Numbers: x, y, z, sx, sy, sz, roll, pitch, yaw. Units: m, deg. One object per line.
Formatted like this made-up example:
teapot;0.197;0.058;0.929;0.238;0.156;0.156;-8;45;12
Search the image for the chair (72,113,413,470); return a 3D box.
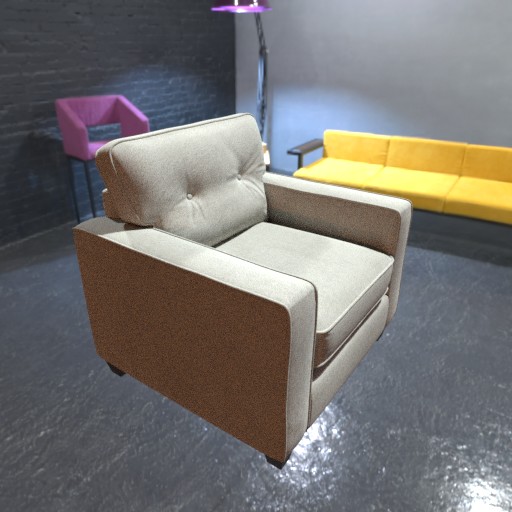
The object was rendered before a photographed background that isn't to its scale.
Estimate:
chair;0.000;0.000;1.771;0.939;0.965;1.015;17;31;31
